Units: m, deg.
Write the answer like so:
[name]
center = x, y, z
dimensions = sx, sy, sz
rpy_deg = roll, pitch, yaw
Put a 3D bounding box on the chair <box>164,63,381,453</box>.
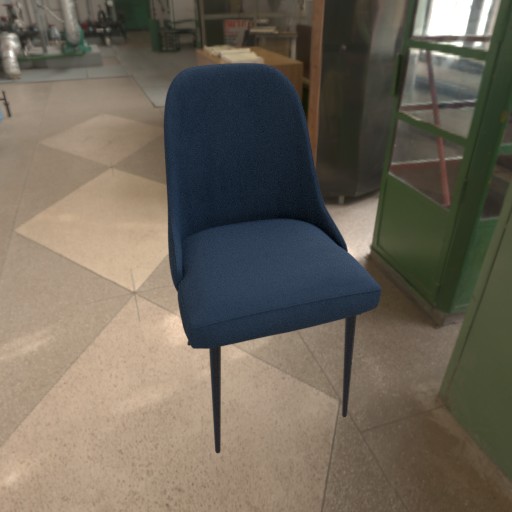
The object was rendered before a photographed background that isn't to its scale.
[chair]
center = 0.000, 0.000, 1.212
dimensions = 0.478, 0.896, 0.559
rpy_deg = -10, 33, -15
